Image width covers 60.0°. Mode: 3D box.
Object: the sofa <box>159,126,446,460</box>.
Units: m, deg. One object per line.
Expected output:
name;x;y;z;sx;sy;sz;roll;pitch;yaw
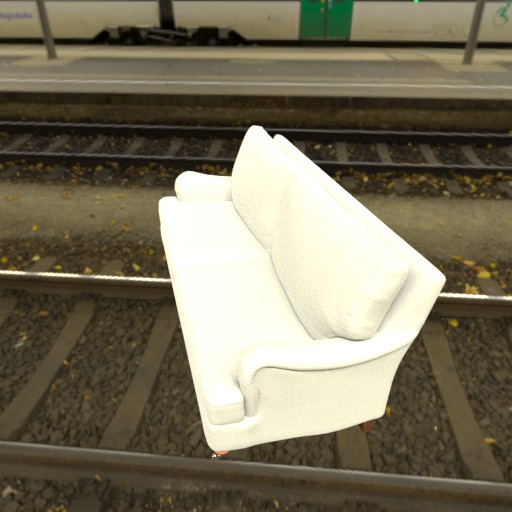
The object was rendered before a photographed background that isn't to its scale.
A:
sofa;0.000;0.000;2.821;1.069;1.096;2.193;-9;32;-14
